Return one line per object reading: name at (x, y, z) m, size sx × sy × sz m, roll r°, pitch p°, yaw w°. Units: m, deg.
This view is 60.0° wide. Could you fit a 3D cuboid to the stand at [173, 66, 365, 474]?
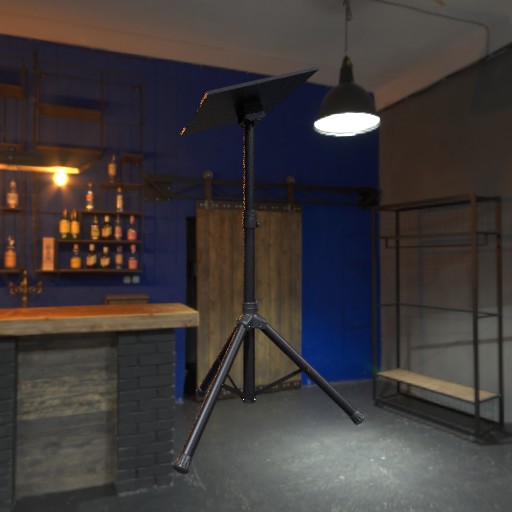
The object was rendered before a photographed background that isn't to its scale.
stand at (0.000, 0.000, 1.627) m, size 0.702 × 1.198 × 0.702 m, roll 0°, pitch 0°, yaw -19°
